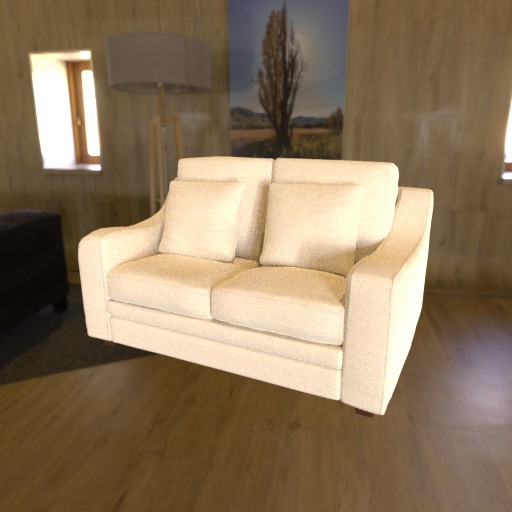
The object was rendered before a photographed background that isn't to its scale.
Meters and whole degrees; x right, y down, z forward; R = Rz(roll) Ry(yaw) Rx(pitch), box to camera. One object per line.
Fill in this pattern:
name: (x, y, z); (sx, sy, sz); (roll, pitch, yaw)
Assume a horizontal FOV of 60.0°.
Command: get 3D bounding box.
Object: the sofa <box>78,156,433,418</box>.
sofa: (0.000, 0.000, 2.475); (1.744, 1.047, 1.040); (8, 17, 26)
